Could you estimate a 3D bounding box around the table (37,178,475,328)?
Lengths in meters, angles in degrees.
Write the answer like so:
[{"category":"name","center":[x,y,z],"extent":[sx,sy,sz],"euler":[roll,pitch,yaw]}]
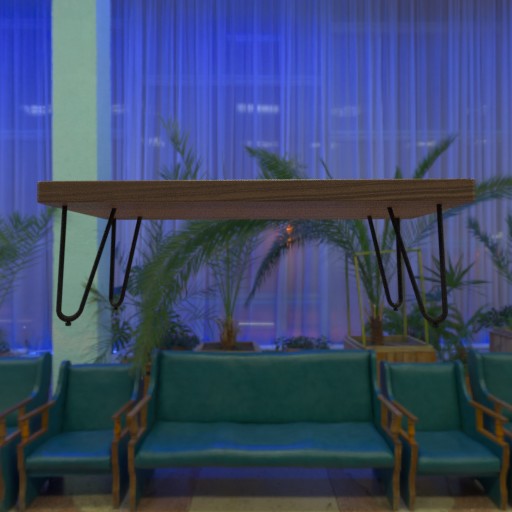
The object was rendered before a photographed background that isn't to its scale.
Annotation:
[{"category":"table","center":[0.000,0.000,1.685],"extent":[1.375,0.468,0.637],"euler":[0,0,2]}]
